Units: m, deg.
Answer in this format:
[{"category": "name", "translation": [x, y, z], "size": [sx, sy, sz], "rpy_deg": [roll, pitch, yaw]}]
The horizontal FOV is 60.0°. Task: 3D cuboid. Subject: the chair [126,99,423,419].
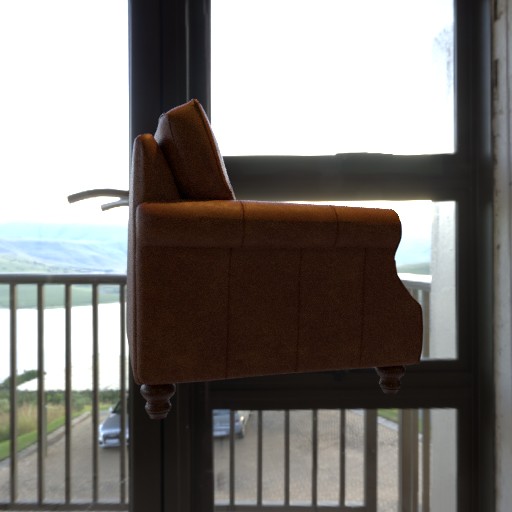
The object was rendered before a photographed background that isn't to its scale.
[{"category": "chair", "translation": [0.000, 0.000, 1.775], "size": [0.986, 0.962, 0.983], "rpy_deg": [0, 0, -17]}]
